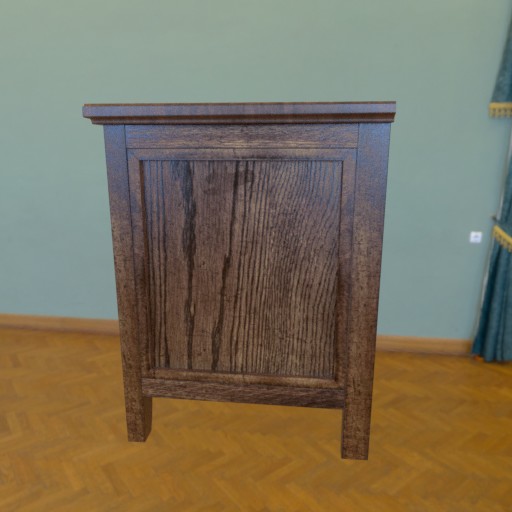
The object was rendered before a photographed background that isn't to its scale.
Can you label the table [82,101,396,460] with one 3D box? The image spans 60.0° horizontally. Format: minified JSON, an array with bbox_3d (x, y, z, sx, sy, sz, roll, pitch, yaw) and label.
[{"bbox_3d":[0.000,0.000,0.991,0.461,0.597,0.586,2,13,7],"label":"table"}]
